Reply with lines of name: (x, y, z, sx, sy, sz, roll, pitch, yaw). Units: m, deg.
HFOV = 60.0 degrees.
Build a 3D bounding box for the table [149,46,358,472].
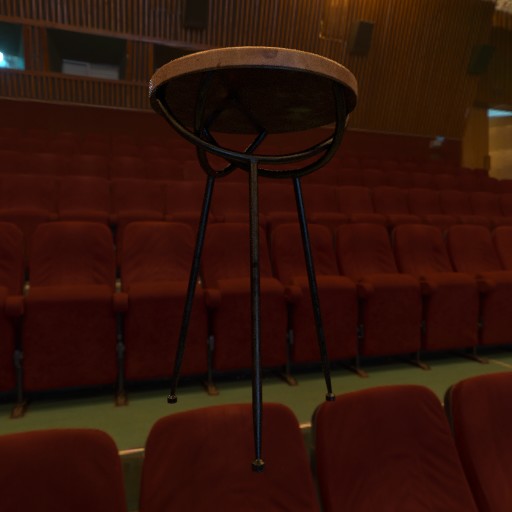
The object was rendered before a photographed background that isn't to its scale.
table: (0.000, 0.000, 0.900, 0.418, 0.664, 0.414, 0, 1, -19)
